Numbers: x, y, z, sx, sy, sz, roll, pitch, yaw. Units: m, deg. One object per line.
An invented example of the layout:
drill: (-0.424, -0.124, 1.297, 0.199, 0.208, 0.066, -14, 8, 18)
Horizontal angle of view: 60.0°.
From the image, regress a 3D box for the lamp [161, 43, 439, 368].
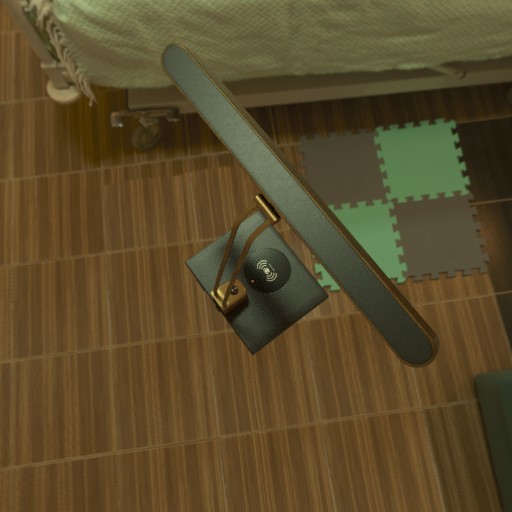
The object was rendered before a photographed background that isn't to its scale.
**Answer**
lamp: (0.000, 0.000, 0.576, 0.156, 0.345, 0.412, -36, 78, -9)
